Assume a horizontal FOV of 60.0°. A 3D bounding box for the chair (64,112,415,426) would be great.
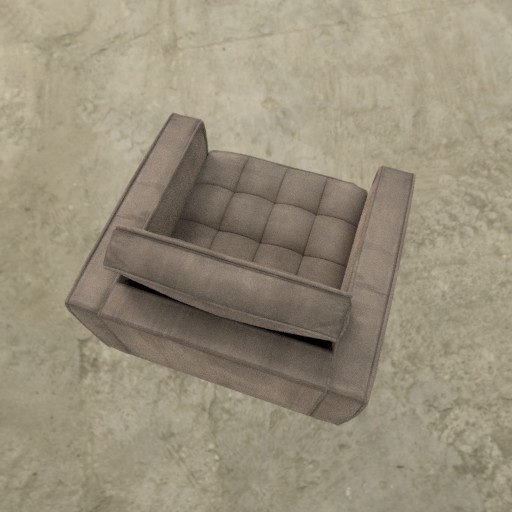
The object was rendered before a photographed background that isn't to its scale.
[{"bbox_3d":[0.000,0.000,1.541,0.928,0.773,0.843,16,64,8],"label":"chair"}]
